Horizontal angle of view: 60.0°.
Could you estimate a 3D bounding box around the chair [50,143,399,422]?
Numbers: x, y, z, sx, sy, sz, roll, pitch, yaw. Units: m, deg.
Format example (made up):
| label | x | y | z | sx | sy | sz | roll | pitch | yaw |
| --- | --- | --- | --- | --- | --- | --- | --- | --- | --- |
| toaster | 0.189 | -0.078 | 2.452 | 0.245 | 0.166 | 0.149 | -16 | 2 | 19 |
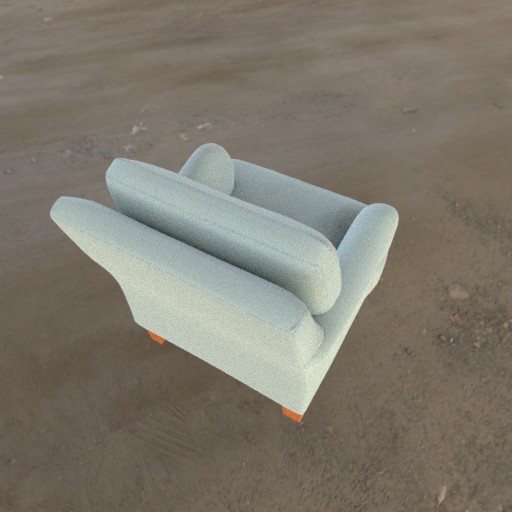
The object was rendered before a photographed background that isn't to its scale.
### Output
| label | x | y | z | sx | sy | sz | roll | pitch | yaw |
| --- | --- | --- | --- | --- | --- | --- | --- | --- | --- |
| chair | 0.000 | 0.000 | 1.860 | 0.955 | 1.038 | 1.070 | 24 | 52 | 20 |
